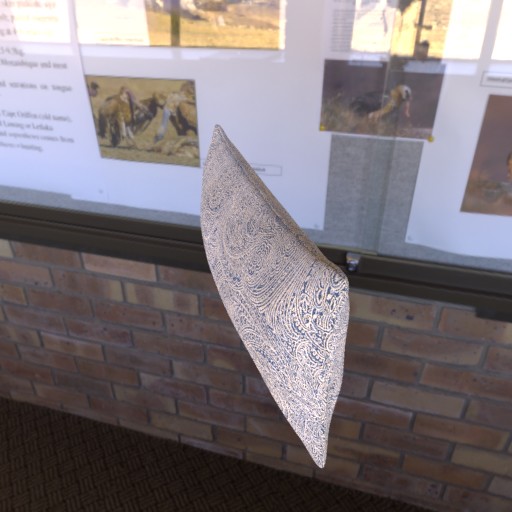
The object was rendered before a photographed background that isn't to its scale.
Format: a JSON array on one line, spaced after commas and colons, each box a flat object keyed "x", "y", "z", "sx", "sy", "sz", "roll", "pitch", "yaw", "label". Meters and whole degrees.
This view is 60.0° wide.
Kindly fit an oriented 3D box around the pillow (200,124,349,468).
[{"x": 0.000, "y": 0.000, "z": 0.746, "sx": 0.151, "sy": 0.295, "sz": 0.615, "roll": -8, "pitch": 32, "yaw": -14, "label": "pillow"}]
